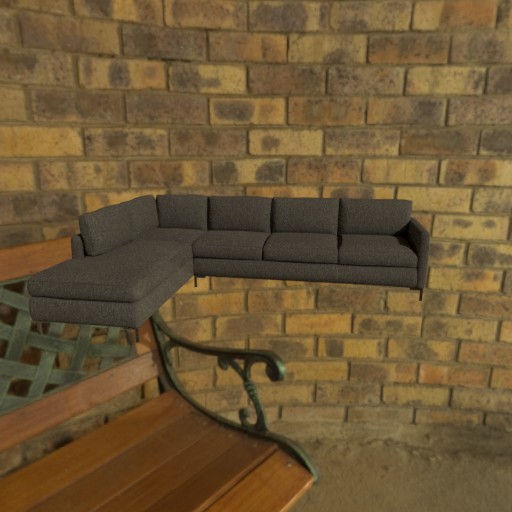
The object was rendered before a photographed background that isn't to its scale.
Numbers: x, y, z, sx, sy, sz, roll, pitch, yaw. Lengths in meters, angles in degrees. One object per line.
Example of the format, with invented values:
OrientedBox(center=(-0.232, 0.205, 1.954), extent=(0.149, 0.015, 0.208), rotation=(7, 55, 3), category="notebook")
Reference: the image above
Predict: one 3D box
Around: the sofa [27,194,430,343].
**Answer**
OrientedBox(center=(0.000, 0.000, 3.790), extent=(2.949, 0.815, 2.007), rotation=(3, 15, 9), category="sofa")
